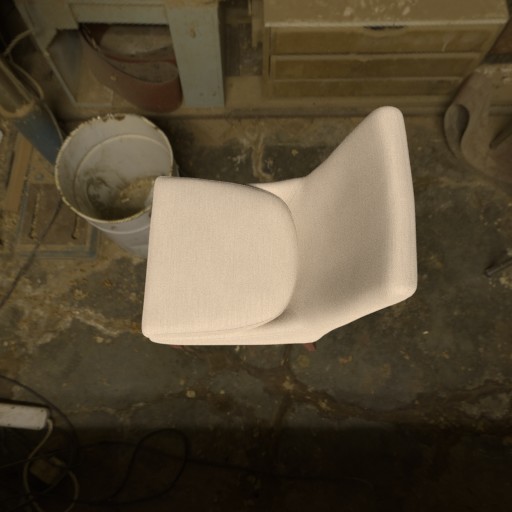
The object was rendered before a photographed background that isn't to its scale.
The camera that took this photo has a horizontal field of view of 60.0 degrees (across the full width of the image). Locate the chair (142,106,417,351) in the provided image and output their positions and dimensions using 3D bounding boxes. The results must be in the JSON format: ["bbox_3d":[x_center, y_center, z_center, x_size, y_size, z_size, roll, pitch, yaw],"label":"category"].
[{"bbox_3d":[0.000,0.000,1.317,0.638,0.940,0.515,1,74,0],"label":"chair"}]
